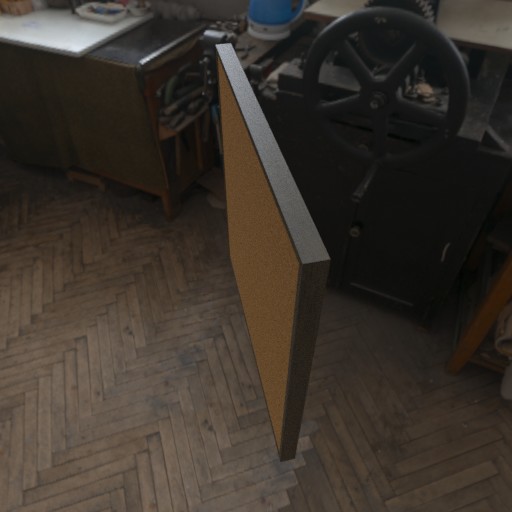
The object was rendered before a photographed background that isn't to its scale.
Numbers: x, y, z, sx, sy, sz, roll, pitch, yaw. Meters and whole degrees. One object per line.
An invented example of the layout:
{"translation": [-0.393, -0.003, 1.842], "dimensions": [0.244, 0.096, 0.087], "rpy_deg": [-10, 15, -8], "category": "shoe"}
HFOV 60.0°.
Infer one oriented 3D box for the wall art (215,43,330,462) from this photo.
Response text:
{"translation": [0.000, 0.000, 1.127], "dimensions": [0.039, 0.758, 0.758], "rpy_deg": [-9, 47, -9], "category": "wall art"}
